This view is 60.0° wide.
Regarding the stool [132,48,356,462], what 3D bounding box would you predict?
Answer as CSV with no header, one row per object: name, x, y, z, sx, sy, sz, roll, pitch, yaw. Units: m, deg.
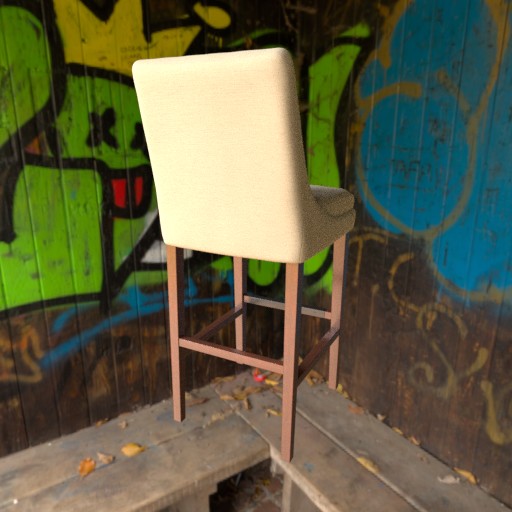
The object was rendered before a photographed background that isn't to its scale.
stool,0.000,0.000,1.362,0.470,1.078,0.577,8,18,27
